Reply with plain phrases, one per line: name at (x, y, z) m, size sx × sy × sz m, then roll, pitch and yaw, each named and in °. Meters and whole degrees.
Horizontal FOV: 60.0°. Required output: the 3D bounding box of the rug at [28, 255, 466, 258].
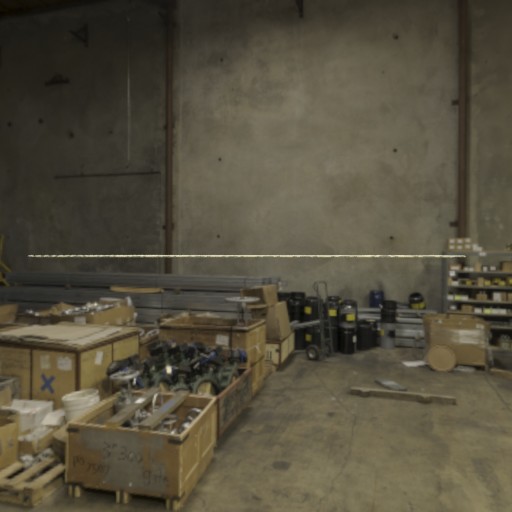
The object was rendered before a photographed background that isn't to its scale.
rug at (0.000, 0.000, 3.041) m, size 2.410 × 0.011 × 1.539 m, roll 0°, pitch 0°, yaw 17°
